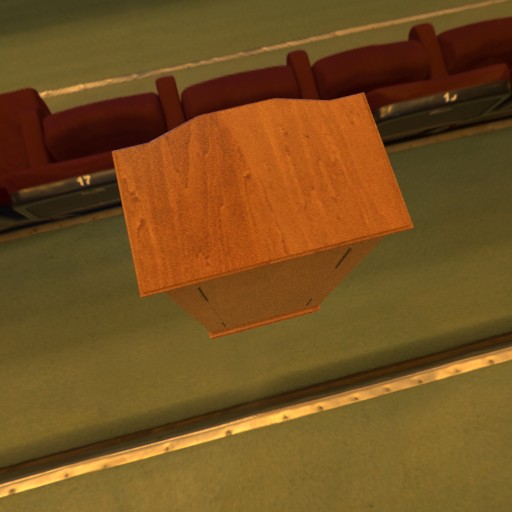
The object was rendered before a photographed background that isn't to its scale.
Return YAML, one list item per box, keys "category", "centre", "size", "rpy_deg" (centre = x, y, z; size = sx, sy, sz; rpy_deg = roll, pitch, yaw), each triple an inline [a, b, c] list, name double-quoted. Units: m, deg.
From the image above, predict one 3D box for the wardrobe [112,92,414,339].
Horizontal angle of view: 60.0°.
- category: "wardrobe"
  centre: [0.000, 0.000, 1.126]
  size: [0.406, 0.959, 0.273]
  rpy_deg: [-14, 76, -4]
